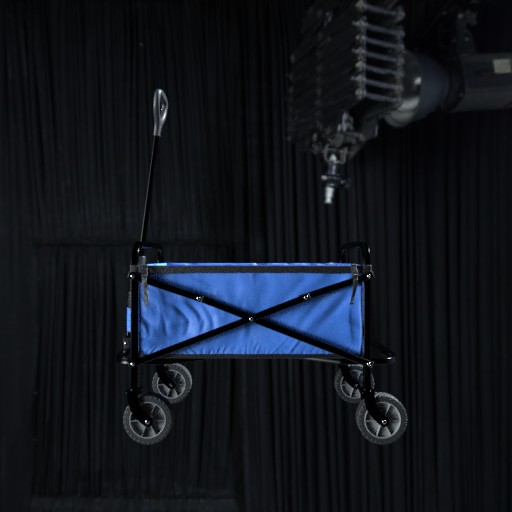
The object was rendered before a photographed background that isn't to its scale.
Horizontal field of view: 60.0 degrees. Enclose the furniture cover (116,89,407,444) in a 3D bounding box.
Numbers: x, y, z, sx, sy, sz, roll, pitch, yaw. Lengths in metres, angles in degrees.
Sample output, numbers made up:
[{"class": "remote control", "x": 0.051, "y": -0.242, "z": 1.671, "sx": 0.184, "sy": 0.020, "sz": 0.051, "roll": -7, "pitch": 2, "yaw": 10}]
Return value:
[{"class": "furniture cover", "x": 0.000, "y": 0.000, "z": 1.753, "sx": 1.038, "sy": 1.295, "sz": 0.532, "roll": 0, "pitch": 0, "yaw": 0}]
